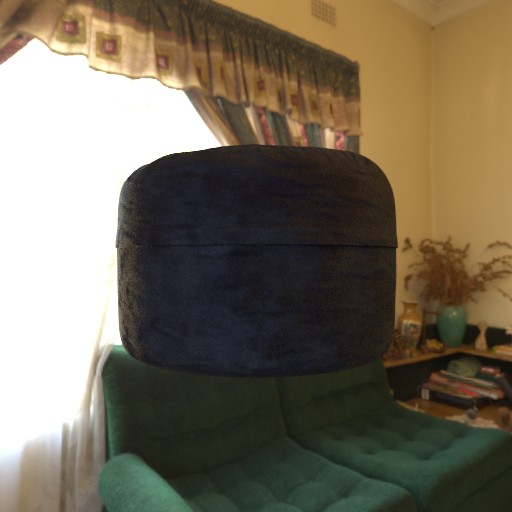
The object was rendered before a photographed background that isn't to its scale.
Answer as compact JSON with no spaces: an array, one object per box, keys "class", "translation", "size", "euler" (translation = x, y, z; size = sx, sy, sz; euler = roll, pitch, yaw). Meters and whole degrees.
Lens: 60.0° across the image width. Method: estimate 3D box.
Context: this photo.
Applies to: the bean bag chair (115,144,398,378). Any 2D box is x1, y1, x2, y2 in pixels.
[{"class":"bean bag chair","translation":[0.000,0.000,1.508],"size":[0.918,0.616,0.918],"euler":[0,0,0]}]
